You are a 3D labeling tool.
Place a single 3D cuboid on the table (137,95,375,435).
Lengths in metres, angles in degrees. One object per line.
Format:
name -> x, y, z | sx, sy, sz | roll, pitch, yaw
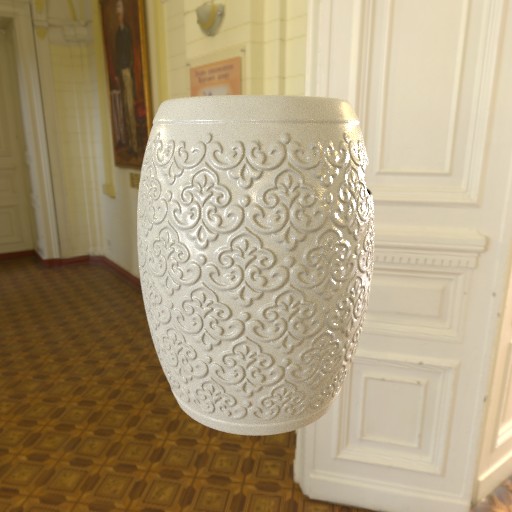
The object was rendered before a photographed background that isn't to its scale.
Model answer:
table -> 0.000, 0.000, 0.602 | 0.309, 0.397, 0.309 | 0, 16, 0
